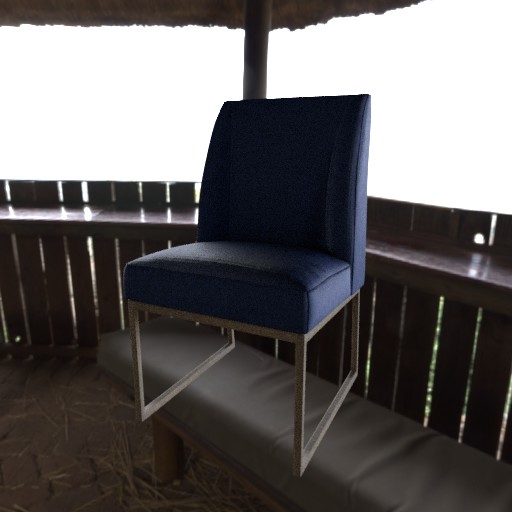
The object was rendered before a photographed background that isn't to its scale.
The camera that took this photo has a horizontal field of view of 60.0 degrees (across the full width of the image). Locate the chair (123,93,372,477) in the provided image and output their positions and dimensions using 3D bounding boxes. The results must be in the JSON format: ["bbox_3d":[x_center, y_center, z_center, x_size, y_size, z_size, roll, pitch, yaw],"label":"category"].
[{"bbox_3d":[0.000,0.000,1.208,0.508,0.863,0.522,7,16,26],"label":"chair"}]
